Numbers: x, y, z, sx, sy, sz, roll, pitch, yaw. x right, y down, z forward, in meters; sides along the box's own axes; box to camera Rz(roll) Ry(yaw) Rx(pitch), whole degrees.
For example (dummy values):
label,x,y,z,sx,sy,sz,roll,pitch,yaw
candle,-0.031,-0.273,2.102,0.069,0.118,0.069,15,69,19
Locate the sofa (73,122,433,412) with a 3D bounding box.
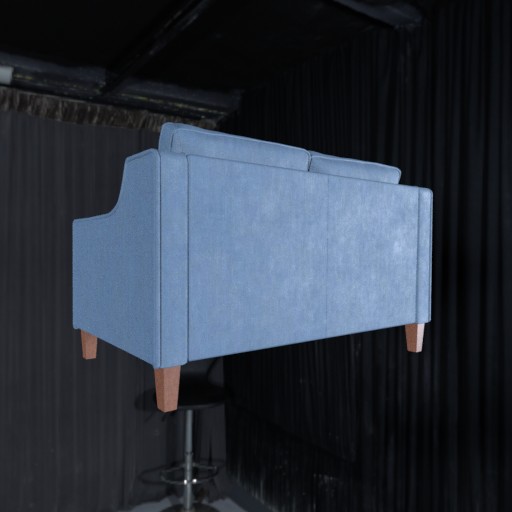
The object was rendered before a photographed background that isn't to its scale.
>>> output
label,x,y,z,sx,sy,sz,roll,pitch,yaw
sofa,0.000,0.000,2.192,1.501,0.971,0.987,-1,1,-37
